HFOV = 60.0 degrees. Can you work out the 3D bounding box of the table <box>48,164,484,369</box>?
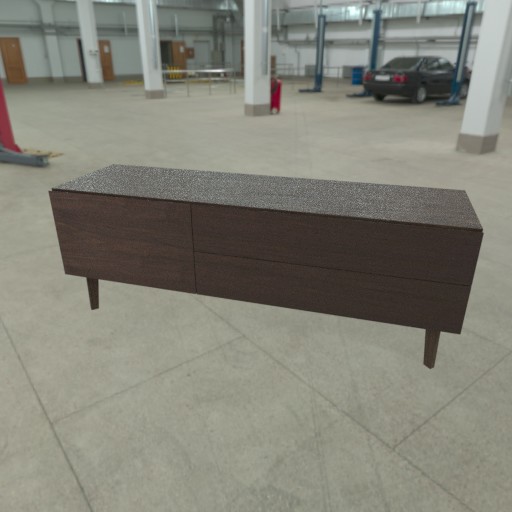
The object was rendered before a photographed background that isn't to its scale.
[{"bbox_3d":[0.000,0.000,1.651,1.397,0.508,0.405,7,26,15],"label":"table"}]
